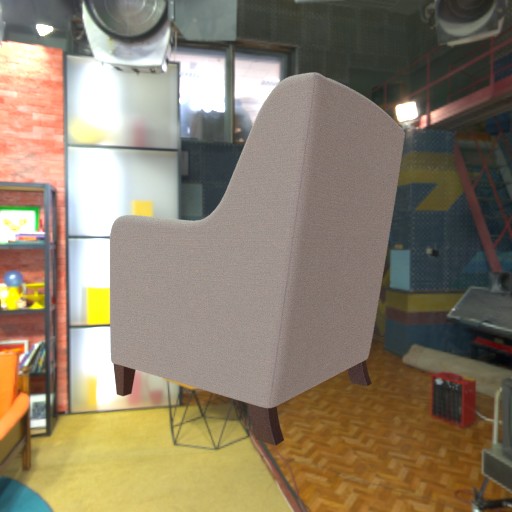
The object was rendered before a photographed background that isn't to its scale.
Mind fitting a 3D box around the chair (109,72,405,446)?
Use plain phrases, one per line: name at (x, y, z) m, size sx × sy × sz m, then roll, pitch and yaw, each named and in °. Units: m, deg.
chair at (0.000, 0.000, 1.660) m, size 0.896 × 1.017 × 0.715 m, roll 1°, pitch 1°, yaw 36°
